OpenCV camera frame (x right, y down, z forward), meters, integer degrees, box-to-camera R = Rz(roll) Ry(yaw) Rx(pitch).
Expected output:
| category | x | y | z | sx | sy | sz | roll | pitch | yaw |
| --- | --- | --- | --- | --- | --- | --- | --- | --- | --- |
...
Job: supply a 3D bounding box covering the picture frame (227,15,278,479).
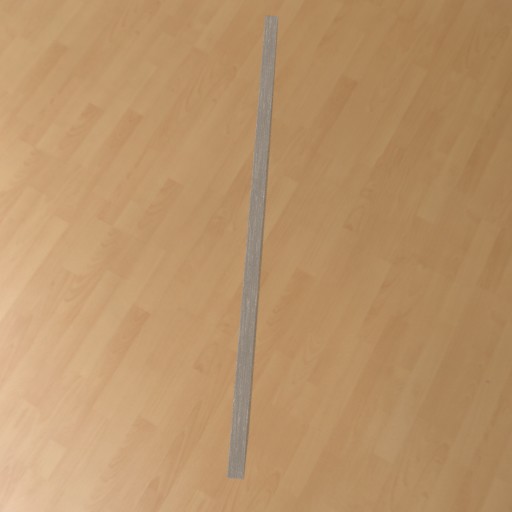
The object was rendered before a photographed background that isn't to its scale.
| category | x | y | z | sx | sy | sz | roll | pitch | yaw |
| --- | --- | --- | --- | --- | --- | --- | --- | --- | --- |
| picture frame | 0.000 | 0.000 | 1.189 | 0.029 | 0.640 | 0.950 | 4 | 76 | 1 |
